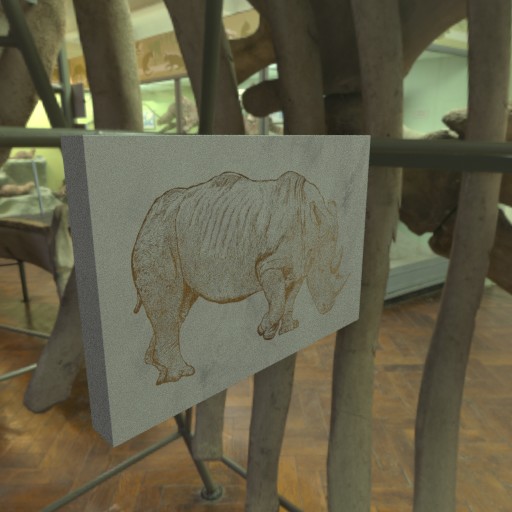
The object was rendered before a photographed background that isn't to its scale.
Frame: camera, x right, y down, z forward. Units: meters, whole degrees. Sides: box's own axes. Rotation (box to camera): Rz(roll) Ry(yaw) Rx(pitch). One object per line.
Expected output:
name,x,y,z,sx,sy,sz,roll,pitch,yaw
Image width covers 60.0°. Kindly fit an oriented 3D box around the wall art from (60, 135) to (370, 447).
wall art,0.000,0.000,0.484,0.038,0.254,0.381,14,21,43
